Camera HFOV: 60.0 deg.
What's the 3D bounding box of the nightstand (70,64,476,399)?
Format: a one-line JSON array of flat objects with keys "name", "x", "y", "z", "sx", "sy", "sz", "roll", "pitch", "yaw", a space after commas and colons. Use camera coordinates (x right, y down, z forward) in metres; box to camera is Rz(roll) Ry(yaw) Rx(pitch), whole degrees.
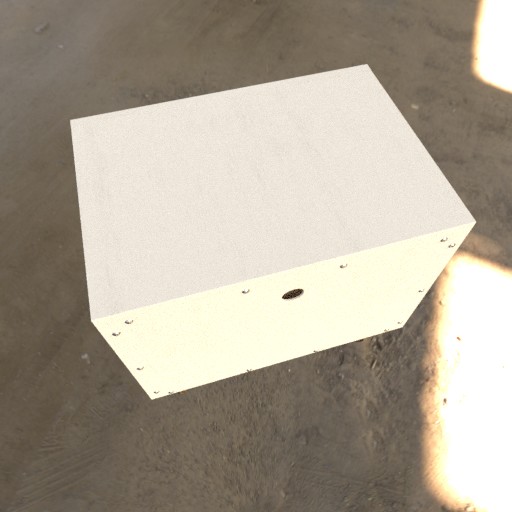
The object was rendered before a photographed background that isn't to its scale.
[{"name": "nightstand", "x": 0.000, "y": 0.000, "z": 1.038, "sx": 0.614, "sy": 0.604, "sz": 0.447, "roll": -14, "pitch": 59, "yaw": -9}]
